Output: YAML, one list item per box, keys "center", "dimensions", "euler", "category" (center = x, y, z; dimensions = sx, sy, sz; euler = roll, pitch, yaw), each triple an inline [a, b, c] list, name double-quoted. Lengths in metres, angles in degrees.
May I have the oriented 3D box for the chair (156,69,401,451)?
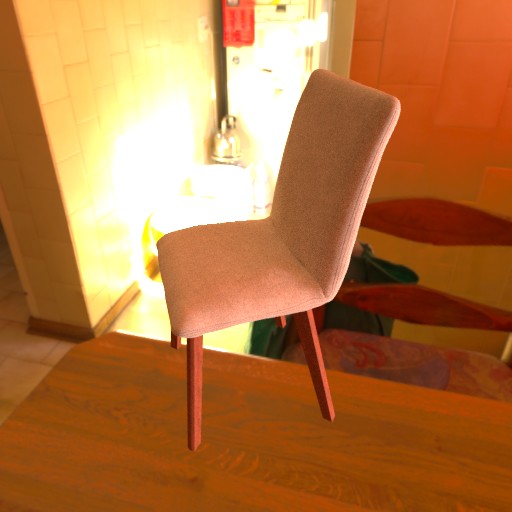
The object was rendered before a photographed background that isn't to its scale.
- center: [0.000, 0.000, 1.319]
  dimensions: [0.563, 0.974, 0.522]
  euler: [-8, 31, -14]
  category: "chair"
